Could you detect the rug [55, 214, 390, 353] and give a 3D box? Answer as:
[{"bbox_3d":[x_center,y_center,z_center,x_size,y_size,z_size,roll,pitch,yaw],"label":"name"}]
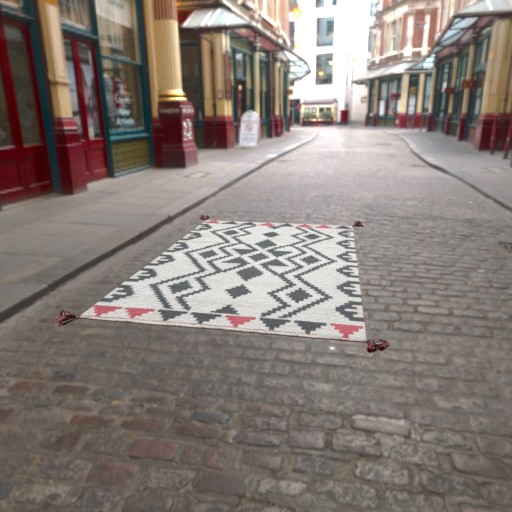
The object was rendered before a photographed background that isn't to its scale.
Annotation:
[{"bbox_3d":[0.000,0.000,3.414,1.741,0.066,2.672,3,17,10],"label":"rug"}]
